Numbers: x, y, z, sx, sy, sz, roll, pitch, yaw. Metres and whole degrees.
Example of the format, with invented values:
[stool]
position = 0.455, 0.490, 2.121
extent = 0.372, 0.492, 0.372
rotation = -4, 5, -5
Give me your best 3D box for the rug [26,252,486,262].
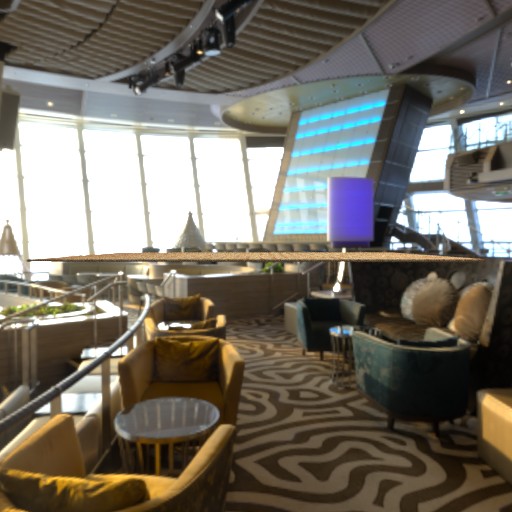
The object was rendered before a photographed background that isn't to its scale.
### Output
[rug]
position = 0.000, 0.000, 2.368
extent = 1.829, 0.011, 1.219
rotation = 0, 2, 0
